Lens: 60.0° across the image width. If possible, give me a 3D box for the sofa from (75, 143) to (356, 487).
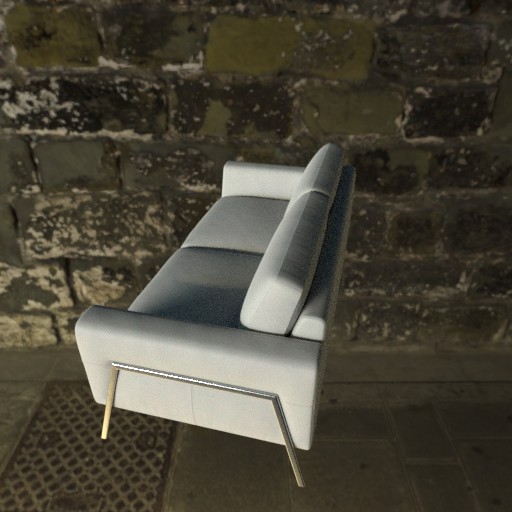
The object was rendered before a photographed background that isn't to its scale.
[{"bbox_3d":[0.000,0.000,2.505,0.953,0.875,2.017,8,32,12],"label":"sofa"}]
